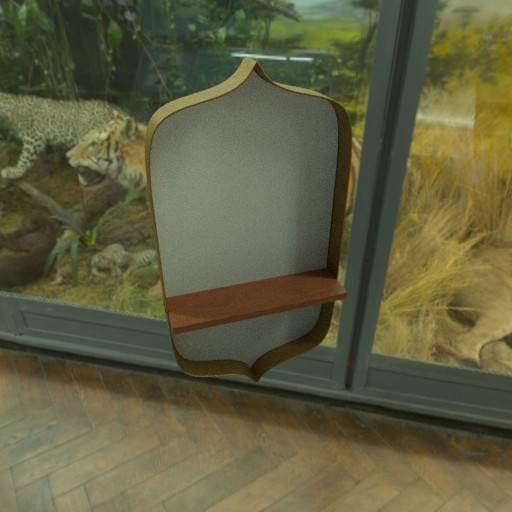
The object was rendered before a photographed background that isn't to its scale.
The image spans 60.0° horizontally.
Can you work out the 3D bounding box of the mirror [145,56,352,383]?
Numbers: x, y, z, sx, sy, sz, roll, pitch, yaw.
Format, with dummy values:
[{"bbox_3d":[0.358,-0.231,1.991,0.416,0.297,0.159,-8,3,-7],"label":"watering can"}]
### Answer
[{"bbox_3d":[0.000,0.000,0.754,0.323,0.613,0.096,-10,33,-15],"label":"mirror"}]
